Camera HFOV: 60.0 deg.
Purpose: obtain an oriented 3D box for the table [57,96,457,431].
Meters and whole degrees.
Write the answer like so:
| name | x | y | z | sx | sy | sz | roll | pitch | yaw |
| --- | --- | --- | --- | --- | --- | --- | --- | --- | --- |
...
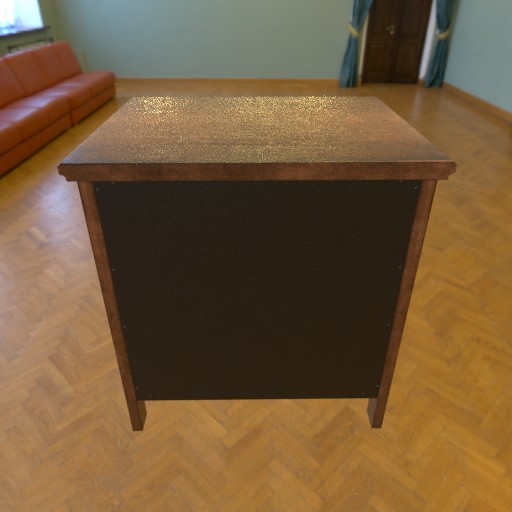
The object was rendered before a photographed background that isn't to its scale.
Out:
| name | x | y | z | sx | sy | sz | roll | pitch | yaw |
| --- | --- | --- | --- | --- | --- | --- | --- | --- | --- |
| table | 0.000 | 0.000 | 0.996 | 0.586 | 0.597 | 0.461 | 0 | 31 | -1 |
